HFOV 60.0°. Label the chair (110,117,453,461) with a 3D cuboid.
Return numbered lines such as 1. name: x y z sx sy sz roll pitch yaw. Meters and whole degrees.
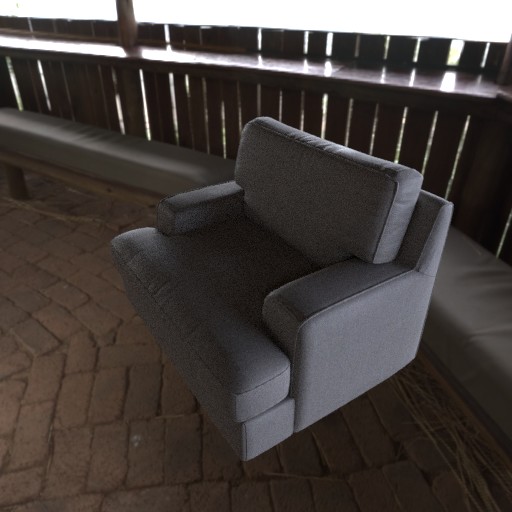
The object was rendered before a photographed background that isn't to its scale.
1. chair: 0.000 0.000 2.032 1.043 0.974 1.270 -19 36 -28
